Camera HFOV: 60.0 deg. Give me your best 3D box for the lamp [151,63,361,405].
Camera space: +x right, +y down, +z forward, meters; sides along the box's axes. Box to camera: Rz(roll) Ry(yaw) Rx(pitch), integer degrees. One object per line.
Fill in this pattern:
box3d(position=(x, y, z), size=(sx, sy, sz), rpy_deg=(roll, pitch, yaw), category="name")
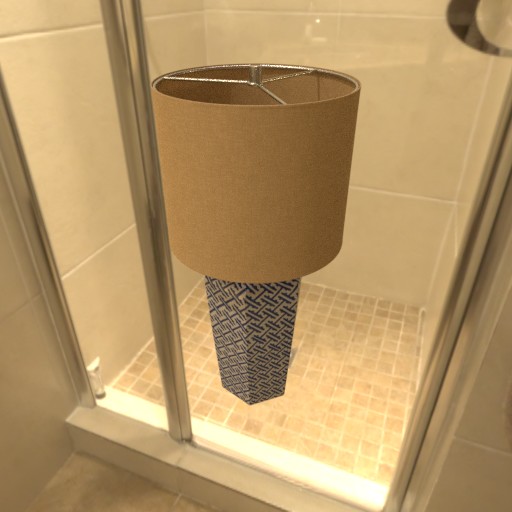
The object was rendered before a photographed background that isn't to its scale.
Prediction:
box3d(position=(0.000, 0.000, 0.856), size=(0.320, 0.682, 0.320), rpy_deg=(-8, 33, -13), category="lamp")
